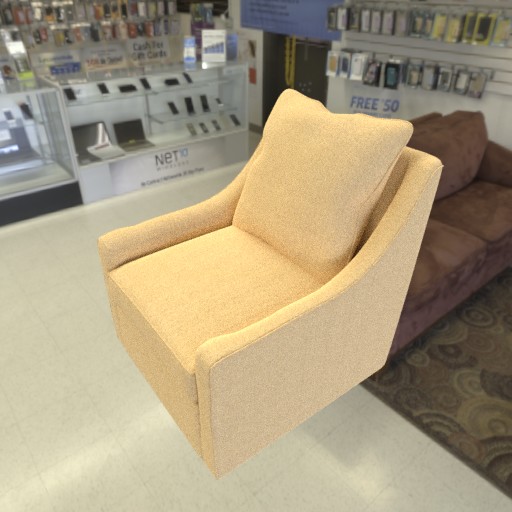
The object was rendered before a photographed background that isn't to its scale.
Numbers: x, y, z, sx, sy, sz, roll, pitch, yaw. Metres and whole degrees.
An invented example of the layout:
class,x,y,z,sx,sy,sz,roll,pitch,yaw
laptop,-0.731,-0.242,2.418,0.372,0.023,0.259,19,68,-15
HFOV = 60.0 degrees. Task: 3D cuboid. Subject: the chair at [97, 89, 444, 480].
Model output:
class,x,y,z,sx,sy,sz,roll,pitch,yaw
chair,0.000,0.000,1.535,0.876,0.927,0.760,-22,39,-30
